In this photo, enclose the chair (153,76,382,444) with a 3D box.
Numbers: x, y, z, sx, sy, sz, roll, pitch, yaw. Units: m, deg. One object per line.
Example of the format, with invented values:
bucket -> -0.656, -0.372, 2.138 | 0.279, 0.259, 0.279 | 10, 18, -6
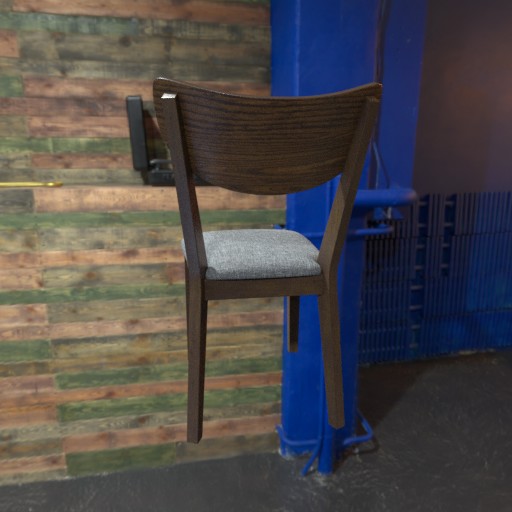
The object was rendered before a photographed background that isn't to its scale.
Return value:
chair -> 0.000, 0.000, 1.221 | 0.491, 0.849, 0.583 | -2, 13, -9
